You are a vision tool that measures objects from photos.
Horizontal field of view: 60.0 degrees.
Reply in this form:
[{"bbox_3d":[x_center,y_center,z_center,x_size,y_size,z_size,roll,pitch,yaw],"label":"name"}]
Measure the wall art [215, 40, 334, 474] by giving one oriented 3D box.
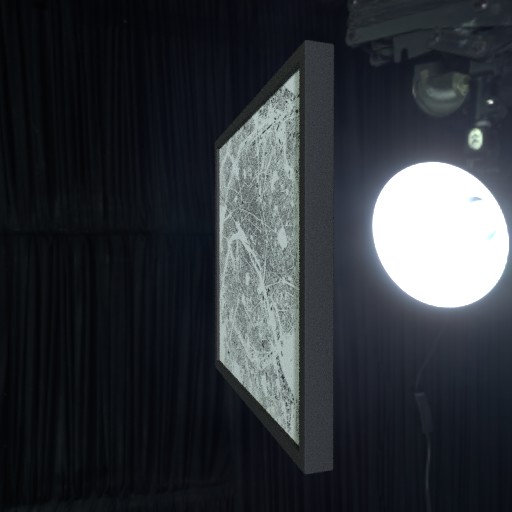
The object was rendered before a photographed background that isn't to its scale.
[{"bbox_3d":[0.000,0.000,0.764,0.037,0.508,0.508,0,1,-17],"label":"wall art"}]
